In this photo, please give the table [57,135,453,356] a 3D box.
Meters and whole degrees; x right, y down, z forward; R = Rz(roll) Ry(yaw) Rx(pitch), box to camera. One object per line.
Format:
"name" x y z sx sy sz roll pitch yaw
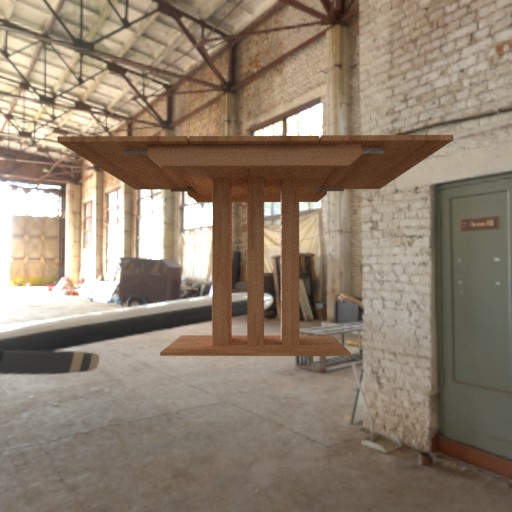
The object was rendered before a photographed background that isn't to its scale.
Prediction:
"table" 0.000 0.000 1.894 1.300 0.770 0.900 0 -1 1
